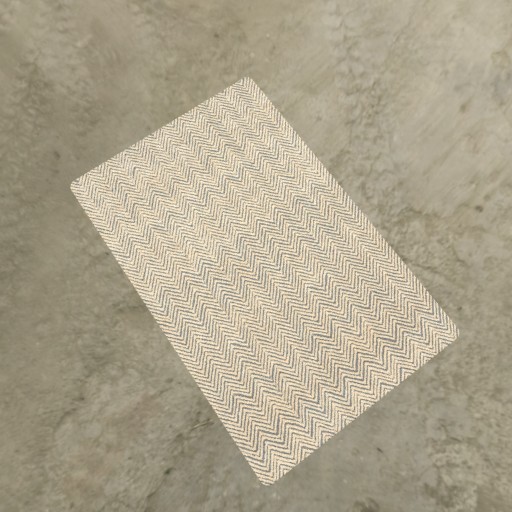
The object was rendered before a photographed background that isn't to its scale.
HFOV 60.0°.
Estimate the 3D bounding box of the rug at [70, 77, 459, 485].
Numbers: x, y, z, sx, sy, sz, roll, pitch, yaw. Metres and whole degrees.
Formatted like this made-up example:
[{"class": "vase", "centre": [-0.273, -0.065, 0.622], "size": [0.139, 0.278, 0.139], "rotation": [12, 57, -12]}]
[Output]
[{"class": "rug", "centre": [0.000, 0.000, 2.192], "size": [1.144, 0.008, 1.752], "rotation": [-34, 77, -9]}]
